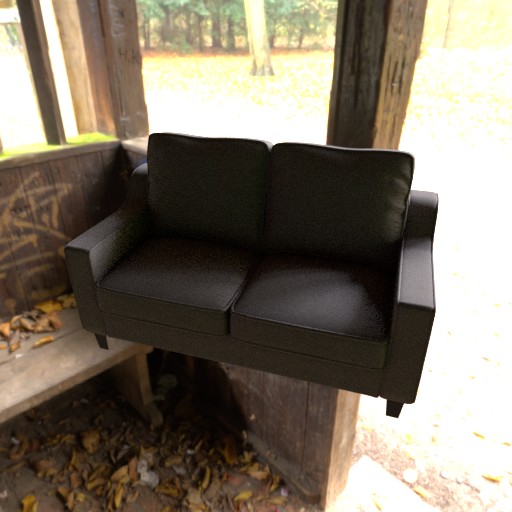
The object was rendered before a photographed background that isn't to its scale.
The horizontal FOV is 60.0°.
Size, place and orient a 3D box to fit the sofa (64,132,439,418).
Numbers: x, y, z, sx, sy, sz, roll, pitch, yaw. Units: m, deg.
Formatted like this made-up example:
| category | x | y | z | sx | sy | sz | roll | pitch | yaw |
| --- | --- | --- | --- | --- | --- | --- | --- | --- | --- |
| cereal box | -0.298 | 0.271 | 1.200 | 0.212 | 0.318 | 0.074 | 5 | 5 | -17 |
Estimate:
| category | x | y | z | sx | sy | sz | roll | pitch | yaw |
| --- | --- | --- | --- | --- | --- | --- | --- | --- | --- |
| sofa | 0.000 | 0.000 | 2.024 | 1.500 | 0.948 | 0.791 | 9 | 30 | 16 |
